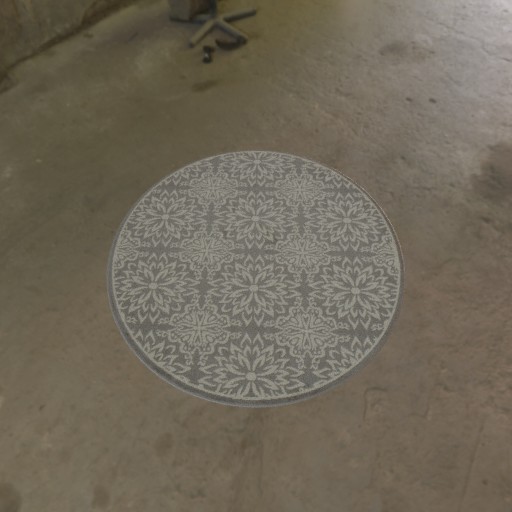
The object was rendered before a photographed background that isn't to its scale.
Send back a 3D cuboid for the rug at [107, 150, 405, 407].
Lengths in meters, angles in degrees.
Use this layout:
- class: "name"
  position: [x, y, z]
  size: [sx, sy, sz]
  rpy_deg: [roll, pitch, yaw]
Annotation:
- class: "rug"
  position: [0.000, 0.000, 2.401]
  size: [1.593, 0.012, 1.593]
  rpy_deg: [0, 58, 0]
